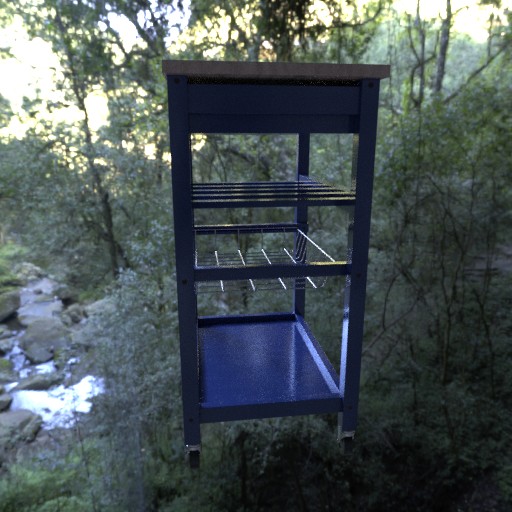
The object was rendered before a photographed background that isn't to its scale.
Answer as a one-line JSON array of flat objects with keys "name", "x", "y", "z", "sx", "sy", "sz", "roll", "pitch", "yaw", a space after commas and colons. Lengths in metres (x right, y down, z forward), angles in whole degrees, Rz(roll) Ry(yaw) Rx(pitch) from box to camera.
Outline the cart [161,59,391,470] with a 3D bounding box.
[{"name": "cart", "x": 0.000, "y": 0.000, "z": 1.144, "sx": 0.403, "sy": 0.839, "sz": 0.584, "roll": -2, "pitch": 15, "yaw": -7}]
